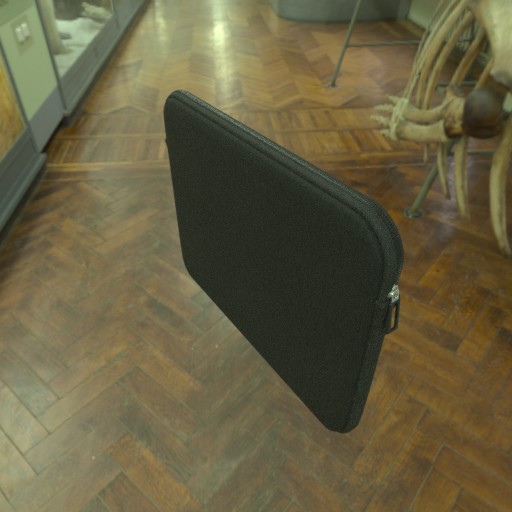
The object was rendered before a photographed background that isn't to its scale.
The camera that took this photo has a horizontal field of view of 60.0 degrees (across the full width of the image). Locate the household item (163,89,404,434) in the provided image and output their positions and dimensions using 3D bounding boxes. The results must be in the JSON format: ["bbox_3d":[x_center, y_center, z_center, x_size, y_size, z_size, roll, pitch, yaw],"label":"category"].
[{"bbox_3d":[0.000,0.000,0.528,0.030,0.305,0.396,-24,45,-27],"label":"household item"}]
